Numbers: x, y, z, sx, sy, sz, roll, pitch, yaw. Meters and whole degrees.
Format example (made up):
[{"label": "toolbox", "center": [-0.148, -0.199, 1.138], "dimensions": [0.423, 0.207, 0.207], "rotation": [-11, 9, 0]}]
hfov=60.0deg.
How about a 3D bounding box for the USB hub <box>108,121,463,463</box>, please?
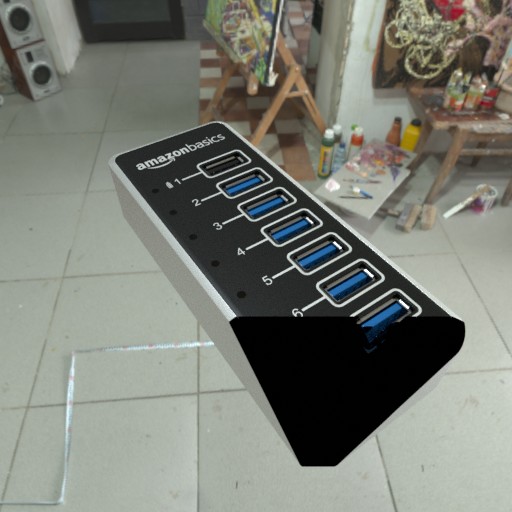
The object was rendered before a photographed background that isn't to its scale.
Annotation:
[{"label": "USB hub", "center": [0.000, 0.000, 0.128], "dimensions": [0.044, 0.023, 0.110], "rotation": [-27, 53, -23]}]
